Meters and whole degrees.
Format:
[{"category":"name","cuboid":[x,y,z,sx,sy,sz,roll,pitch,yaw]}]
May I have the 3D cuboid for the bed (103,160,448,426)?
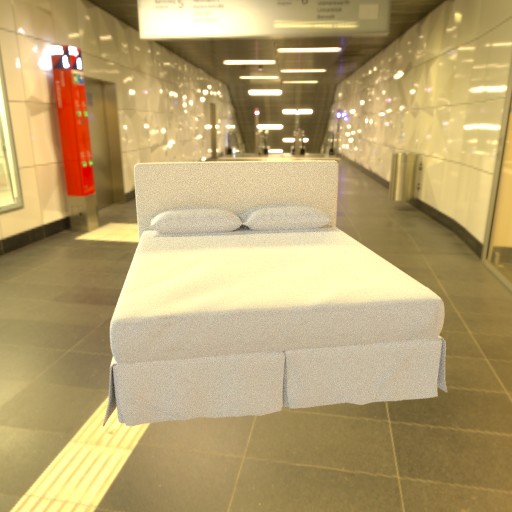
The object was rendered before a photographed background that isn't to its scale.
[{"category":"bed","cuboid":[0.000,0.000,3.547,2.119,1.317,2.341,-3,17,-9]}]
